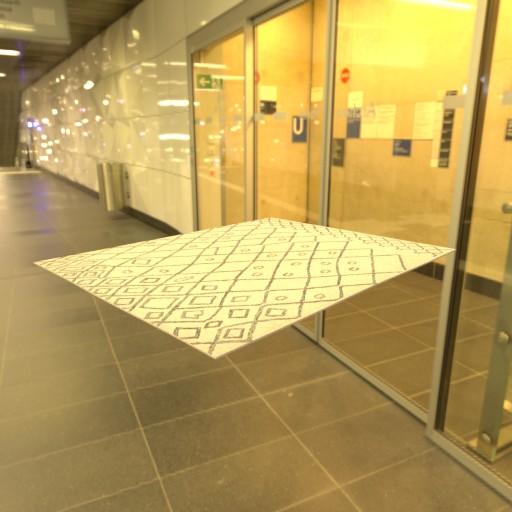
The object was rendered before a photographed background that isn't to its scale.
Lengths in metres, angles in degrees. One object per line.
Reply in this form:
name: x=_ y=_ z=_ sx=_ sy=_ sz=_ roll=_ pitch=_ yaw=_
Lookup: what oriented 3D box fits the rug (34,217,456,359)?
rug: x=0.000 y=0.000 z=4.075 sx=2.446 sy=0.015 sz=3.046 roll=15 pitch=21 yaw=43
